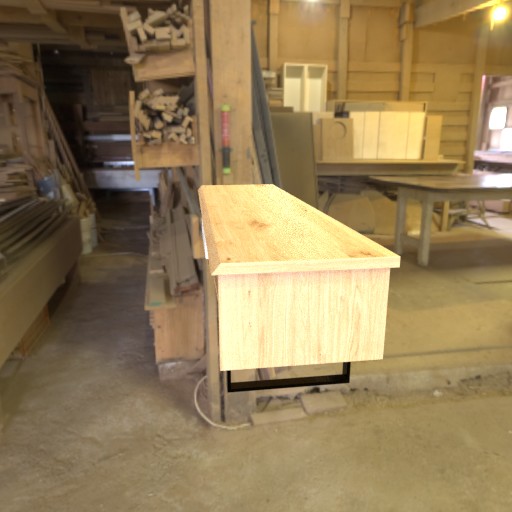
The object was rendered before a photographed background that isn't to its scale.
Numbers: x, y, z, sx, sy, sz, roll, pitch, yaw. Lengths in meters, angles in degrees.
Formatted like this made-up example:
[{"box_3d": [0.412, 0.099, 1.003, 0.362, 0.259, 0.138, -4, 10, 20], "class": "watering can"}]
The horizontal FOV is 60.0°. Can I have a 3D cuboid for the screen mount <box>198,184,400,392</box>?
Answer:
[{"box_3d": [0.000, 0.000, 1.891, 0.450, 0.430, 1.700, -2, 15, -8], "class": "screen mount"}]
